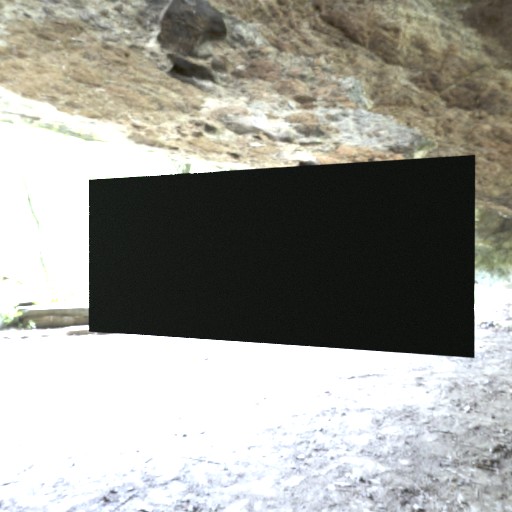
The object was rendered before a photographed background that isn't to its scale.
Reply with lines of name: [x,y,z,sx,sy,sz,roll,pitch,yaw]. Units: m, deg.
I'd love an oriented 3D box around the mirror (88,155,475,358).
mirror: [0.000,0.000,1.777,1.584,0.692,0.047,0,0,18]
